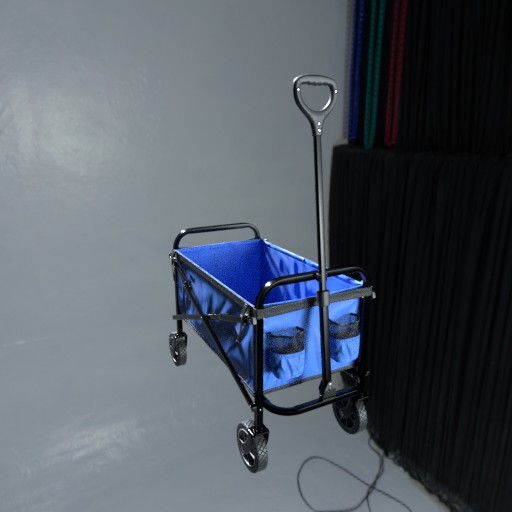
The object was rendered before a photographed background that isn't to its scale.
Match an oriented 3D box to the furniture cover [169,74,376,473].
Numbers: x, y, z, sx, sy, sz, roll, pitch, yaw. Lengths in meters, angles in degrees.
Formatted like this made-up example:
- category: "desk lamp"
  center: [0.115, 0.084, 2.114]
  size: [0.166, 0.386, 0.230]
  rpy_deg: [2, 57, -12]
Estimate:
- category: "furniture cover"
  center: [0.000, 0.000, 1.794]
  size: [0.532, 1.295, 1.038]
  rpy_deg: [-8, 18, -27]
